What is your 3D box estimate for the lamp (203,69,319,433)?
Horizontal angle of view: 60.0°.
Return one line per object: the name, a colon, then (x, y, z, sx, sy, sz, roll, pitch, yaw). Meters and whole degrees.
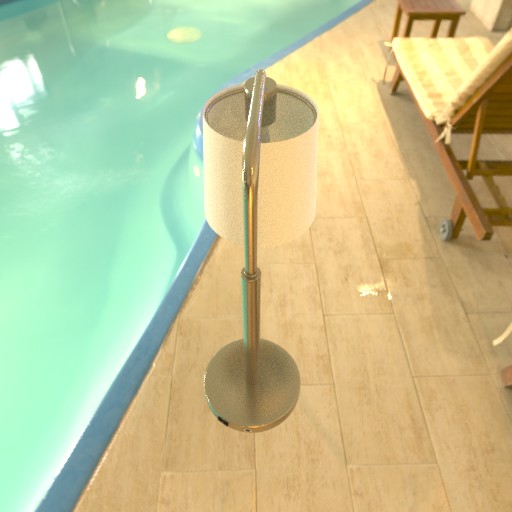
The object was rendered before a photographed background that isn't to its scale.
lamp: (0.000, 0.000, 0.651, 0.171, 0.489, 0.333, 3, 47, 3)
